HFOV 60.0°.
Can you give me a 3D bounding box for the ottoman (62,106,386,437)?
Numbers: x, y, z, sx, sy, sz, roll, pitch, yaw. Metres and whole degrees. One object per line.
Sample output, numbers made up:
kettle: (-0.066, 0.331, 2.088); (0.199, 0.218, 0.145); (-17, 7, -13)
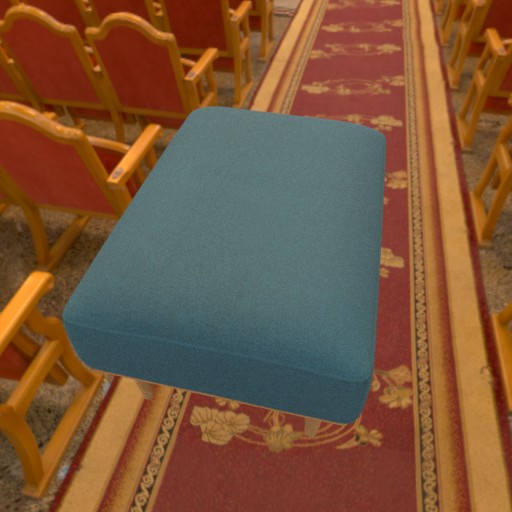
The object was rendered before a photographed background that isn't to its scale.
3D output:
ottoman: (0.000, 0.000, 1.066); (0.549, 0.428, 0.749); (10, 48, 9)
